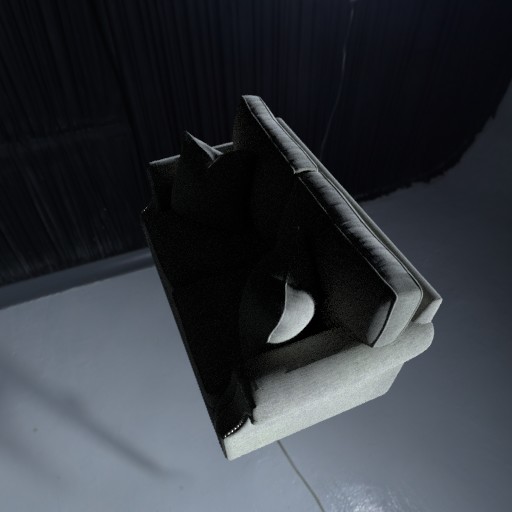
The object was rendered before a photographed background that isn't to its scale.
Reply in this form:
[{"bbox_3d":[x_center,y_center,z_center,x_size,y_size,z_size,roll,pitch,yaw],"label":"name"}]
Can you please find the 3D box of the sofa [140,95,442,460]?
[{"bbox_3d":[0.000,0.000,2.307,0.966,0.966,1.701,-17,49,-15],"label":"sofa"}]
